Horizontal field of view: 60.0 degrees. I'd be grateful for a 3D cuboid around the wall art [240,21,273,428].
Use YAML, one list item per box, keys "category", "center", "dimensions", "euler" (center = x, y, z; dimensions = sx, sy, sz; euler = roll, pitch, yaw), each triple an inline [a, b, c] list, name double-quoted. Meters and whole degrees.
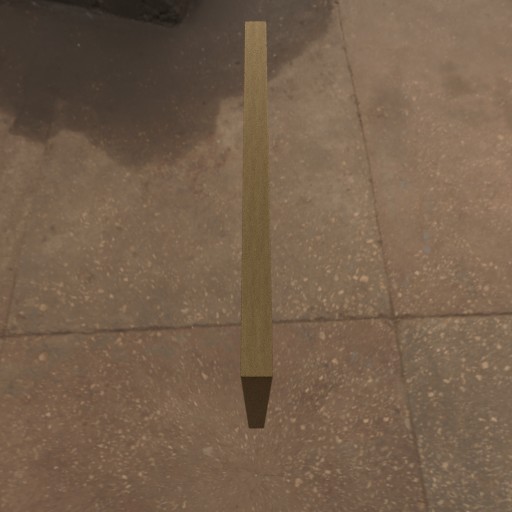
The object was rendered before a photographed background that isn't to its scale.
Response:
- category: "wall art"
  center: [0.000, 0.000, 0.753]
  dimensions: [0.031, 0.506, 0.503]
  euler: [0, 64, 0]
